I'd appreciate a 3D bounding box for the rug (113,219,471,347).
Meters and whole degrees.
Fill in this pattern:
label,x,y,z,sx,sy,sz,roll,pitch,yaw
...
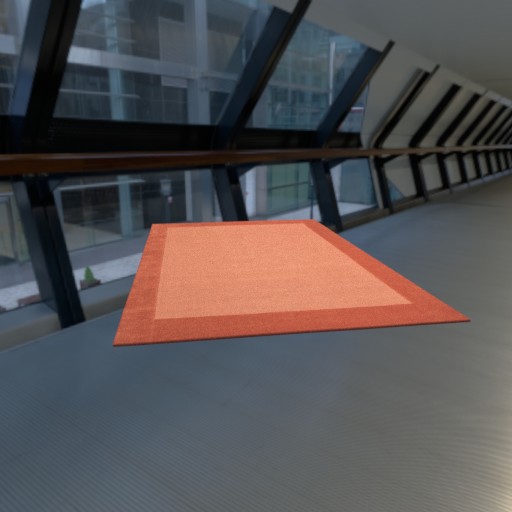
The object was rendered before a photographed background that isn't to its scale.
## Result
label,x,y,z,sx,sy,sz,roll,pitch,yaw
rug,0.000,0.000,2.994,1.524,0.014,2.438,-2,15,-9
